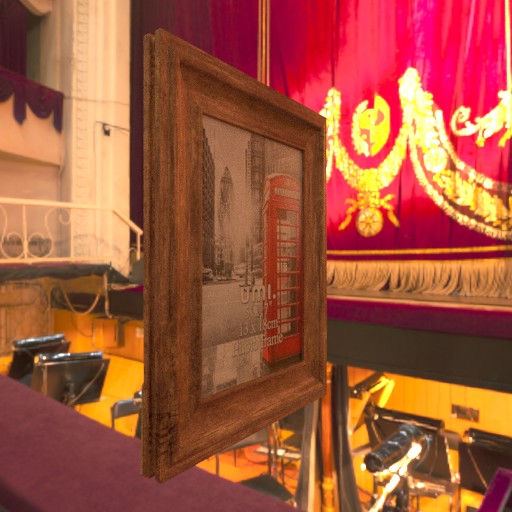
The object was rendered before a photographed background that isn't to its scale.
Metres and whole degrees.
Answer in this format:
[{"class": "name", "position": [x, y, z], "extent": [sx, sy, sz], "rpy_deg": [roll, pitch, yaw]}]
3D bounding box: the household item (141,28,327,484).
[{"class": "household item", "position": [0.000, 0.000, 0.309], "extent": [0.018, 0.237, 0.186], "rpy_deg": [0, 0, 36]}]
